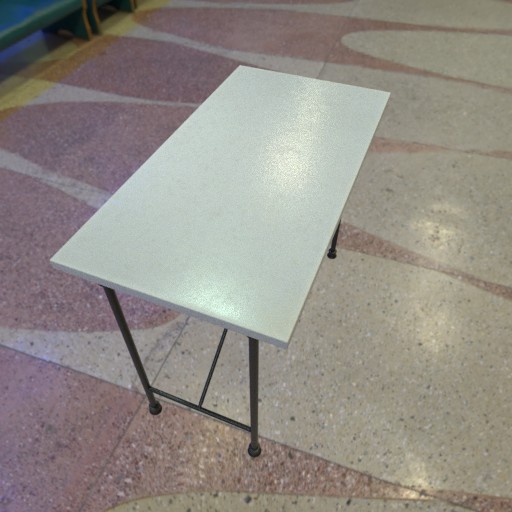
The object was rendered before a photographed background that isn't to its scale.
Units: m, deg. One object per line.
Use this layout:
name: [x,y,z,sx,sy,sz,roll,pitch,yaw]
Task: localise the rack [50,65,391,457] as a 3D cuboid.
rack: [0.000,0.000,1.683,0.613,0.880,1.159,17,49,15]
